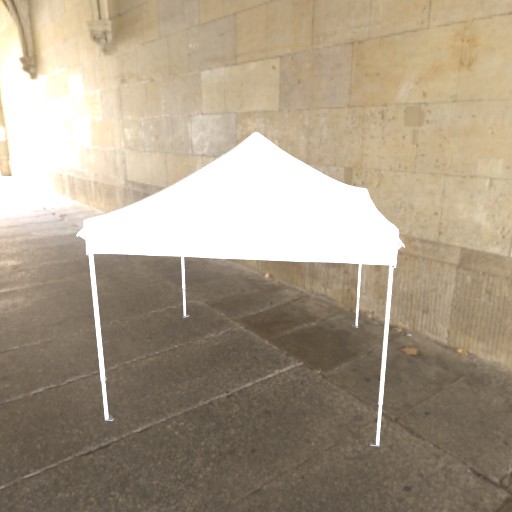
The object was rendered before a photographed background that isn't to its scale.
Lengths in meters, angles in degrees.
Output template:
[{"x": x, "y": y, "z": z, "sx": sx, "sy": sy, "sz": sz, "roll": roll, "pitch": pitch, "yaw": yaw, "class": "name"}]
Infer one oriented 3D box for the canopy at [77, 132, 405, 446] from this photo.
[{"x": 0.000, "y": 0.000, "z": 5.560, "sx": 2.996, "sy": 2.998, "sz": 2.994, "roll": 2, "pitch": 16, "yaw": 8, "class": "canopy"}]
